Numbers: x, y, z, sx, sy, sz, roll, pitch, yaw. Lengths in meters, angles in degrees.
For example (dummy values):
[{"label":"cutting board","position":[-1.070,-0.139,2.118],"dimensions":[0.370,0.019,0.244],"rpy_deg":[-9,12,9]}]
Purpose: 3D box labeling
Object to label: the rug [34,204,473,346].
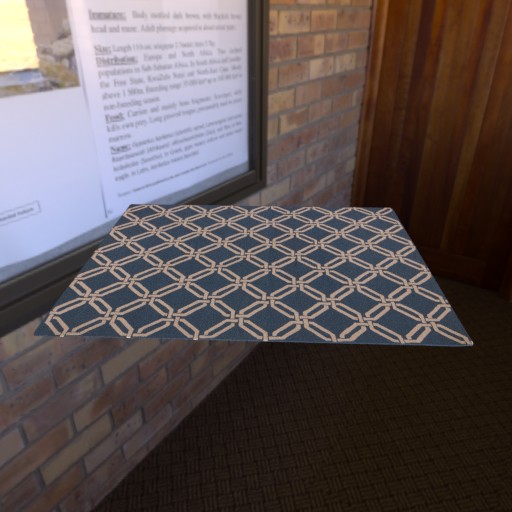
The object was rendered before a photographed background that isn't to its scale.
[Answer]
[{"label":"rug","position":[0.000,0.000,3.856],"dimensions":[2.867,0.020,2.277],"rpy_deg":[1,29,2]}]
